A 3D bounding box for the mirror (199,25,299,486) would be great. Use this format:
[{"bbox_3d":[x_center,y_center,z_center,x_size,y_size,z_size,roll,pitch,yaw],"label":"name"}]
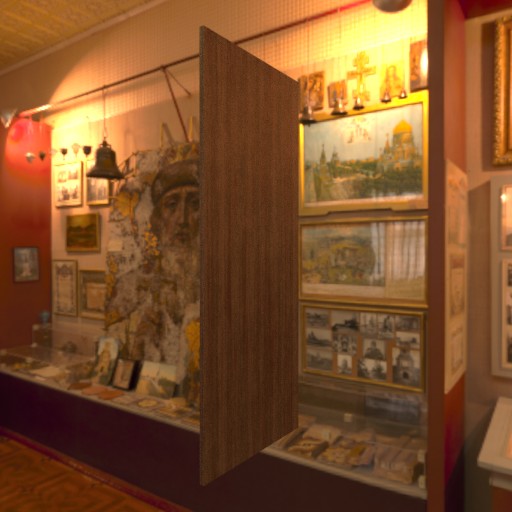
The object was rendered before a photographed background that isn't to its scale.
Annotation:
[{"bbox_3d":[0.000,0.000,2.289,0.025,2.032,0.812,0,1,36],"label":"mirror"}]
